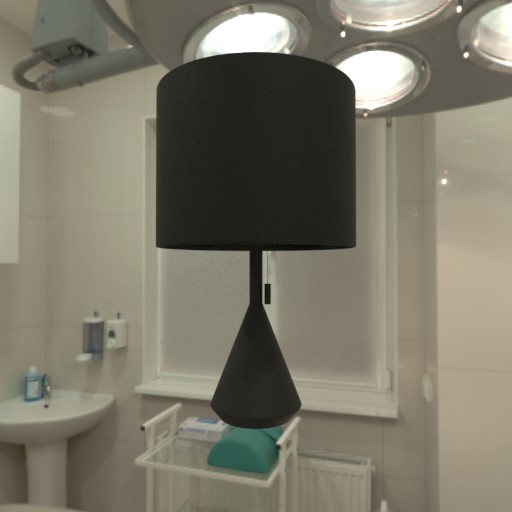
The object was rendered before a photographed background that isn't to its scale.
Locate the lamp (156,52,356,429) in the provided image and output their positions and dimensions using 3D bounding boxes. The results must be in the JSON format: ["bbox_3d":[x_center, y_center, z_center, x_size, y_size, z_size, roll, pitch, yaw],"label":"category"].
[{"bbox_3d":[0.000,0.000,0.813,0.359,0.584,0.359,0,-1,18],"label":"lamp"}]
